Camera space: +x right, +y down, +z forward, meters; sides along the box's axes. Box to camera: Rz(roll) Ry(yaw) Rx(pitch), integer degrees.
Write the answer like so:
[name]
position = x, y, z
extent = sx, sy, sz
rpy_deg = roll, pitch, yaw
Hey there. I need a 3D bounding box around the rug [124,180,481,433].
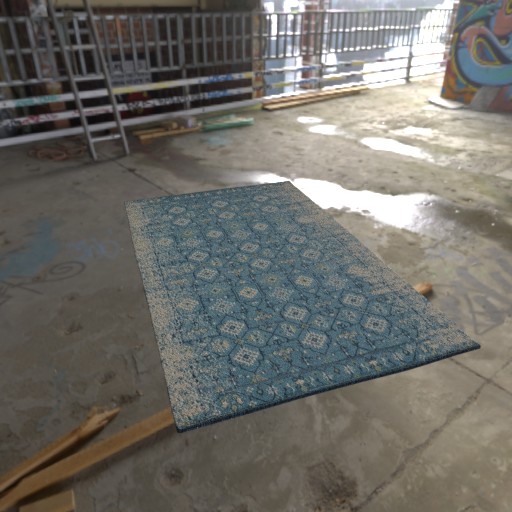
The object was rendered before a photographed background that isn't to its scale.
[rug]
position = 0.000, 0.000, 2.970
extent = 1.530, 0.015, 2.449
rpy_deg = -10, 32, -17
